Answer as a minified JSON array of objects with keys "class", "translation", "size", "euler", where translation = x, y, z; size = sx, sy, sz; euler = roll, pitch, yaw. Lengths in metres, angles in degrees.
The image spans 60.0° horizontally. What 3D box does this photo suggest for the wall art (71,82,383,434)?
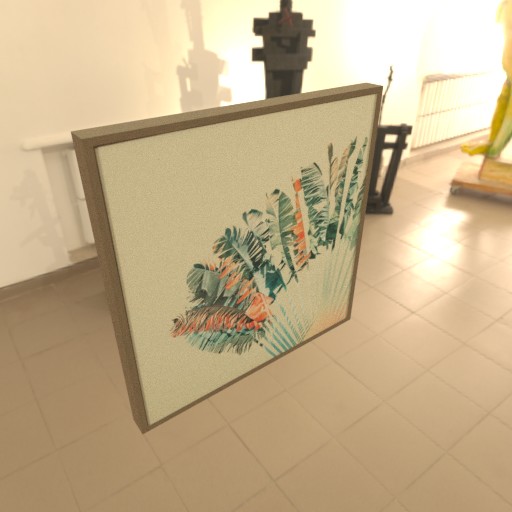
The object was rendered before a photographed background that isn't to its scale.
[{"class":"wall art","translation":[0.000,0.000,0.763],"size":[0.508,0.506,0.038],"euler":[-21,37,-31]}]
